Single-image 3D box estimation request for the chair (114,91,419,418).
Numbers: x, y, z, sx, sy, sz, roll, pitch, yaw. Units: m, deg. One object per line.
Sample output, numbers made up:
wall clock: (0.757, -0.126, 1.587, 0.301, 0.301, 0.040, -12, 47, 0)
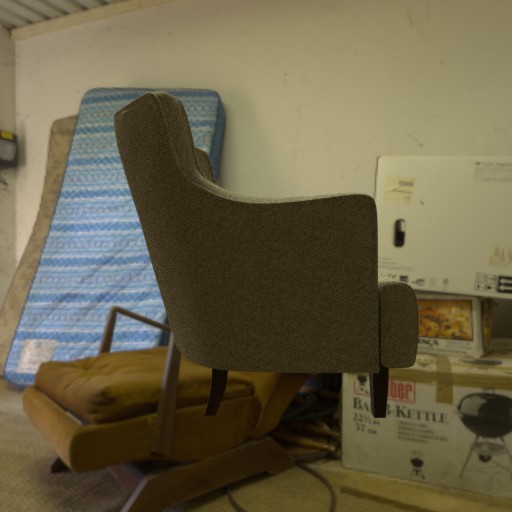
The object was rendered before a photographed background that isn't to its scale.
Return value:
chair: (0.000, 0.000, 1.613, 0.910, 0.920, 0.820, 0, 1, 0)
